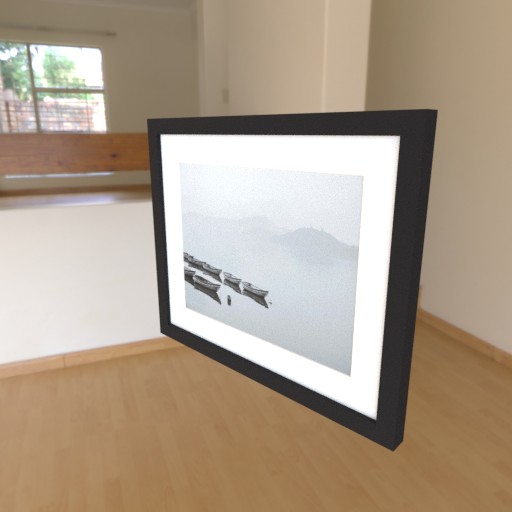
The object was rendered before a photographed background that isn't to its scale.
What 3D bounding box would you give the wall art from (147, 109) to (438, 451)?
[{"bbox_3d":[0.000,0.000,0.750,0.554,0.454,0.030,14,21,41],"label":"wall art"}]
